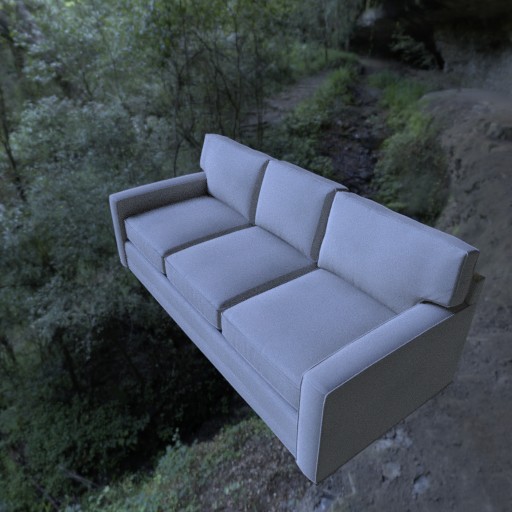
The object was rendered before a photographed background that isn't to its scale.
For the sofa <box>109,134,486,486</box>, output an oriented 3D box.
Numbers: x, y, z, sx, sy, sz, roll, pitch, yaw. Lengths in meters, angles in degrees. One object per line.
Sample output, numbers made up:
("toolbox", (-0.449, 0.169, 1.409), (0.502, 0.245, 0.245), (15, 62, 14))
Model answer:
("sofa", (0.000, 0.000, 2.502), (0.935, 0.862, 2.088), (-21, 37, -30))
